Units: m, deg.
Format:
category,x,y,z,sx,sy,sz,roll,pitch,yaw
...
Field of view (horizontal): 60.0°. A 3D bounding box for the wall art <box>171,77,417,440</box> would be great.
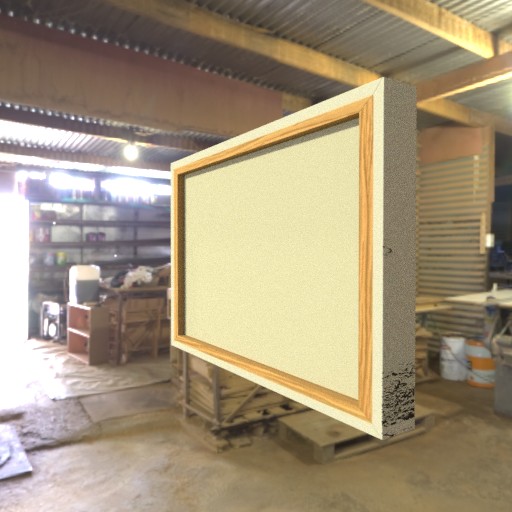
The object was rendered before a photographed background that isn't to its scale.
category,x,y,z,sx,sy,sz,roll,pitch,yaw
wall art,0.000,0.000,0.484,0.038,0.259,0.381,-1,1,-34
